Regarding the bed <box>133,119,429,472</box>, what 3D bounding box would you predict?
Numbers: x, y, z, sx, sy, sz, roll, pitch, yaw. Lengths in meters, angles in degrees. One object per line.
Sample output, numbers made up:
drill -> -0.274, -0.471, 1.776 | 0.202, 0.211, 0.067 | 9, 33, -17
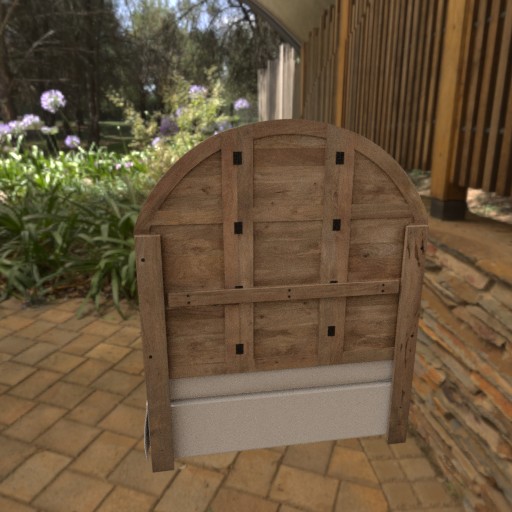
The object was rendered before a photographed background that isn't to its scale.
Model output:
bed -> 0.000, 0.000, 3.472 | 1.713, 2.002, 2.112 | -3, 16, -9
